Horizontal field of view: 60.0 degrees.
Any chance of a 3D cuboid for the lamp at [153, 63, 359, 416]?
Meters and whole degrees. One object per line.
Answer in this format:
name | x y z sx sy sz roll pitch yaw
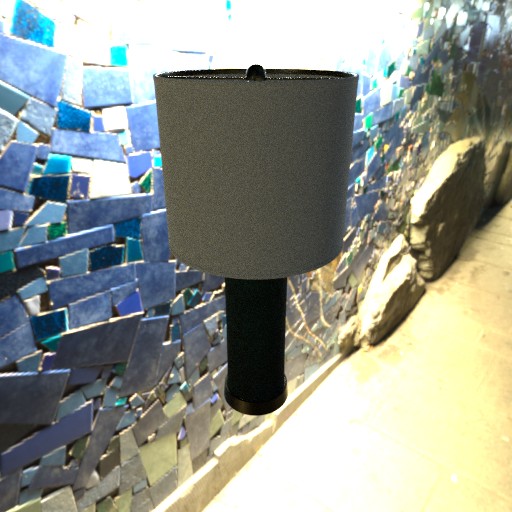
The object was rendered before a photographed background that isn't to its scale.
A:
lamp | 0.000 0.000 0.790 0.301 0.630 0.301 -18 31 -33
